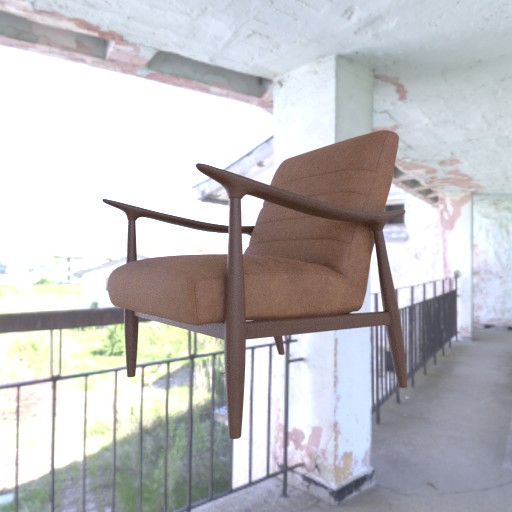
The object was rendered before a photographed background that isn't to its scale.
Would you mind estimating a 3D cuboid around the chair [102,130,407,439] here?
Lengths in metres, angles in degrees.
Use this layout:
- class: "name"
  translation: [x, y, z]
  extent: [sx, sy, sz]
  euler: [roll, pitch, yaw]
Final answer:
- class: "chair"
  translation: [0.000, 0.000, 1.449]
  extent: [0.798, 0.832, 0.741]
  euler: [1, -1, -36]
